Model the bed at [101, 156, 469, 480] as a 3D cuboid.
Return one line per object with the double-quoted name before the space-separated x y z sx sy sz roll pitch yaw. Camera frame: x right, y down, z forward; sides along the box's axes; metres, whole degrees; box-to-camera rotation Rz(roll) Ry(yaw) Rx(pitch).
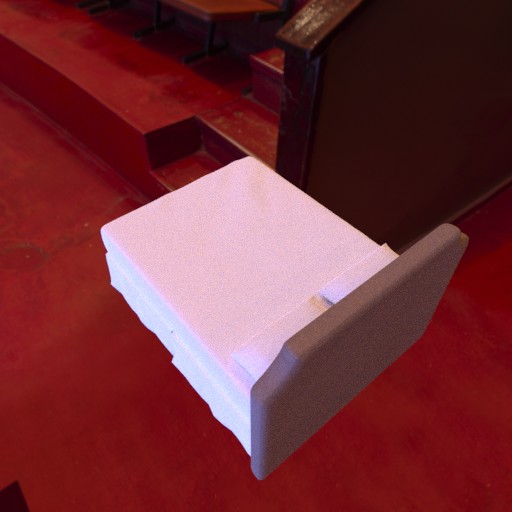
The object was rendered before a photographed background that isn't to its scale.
"bed" 0.000 0.000 3.221 1.693 1.290 2.116 -31 54 -26
